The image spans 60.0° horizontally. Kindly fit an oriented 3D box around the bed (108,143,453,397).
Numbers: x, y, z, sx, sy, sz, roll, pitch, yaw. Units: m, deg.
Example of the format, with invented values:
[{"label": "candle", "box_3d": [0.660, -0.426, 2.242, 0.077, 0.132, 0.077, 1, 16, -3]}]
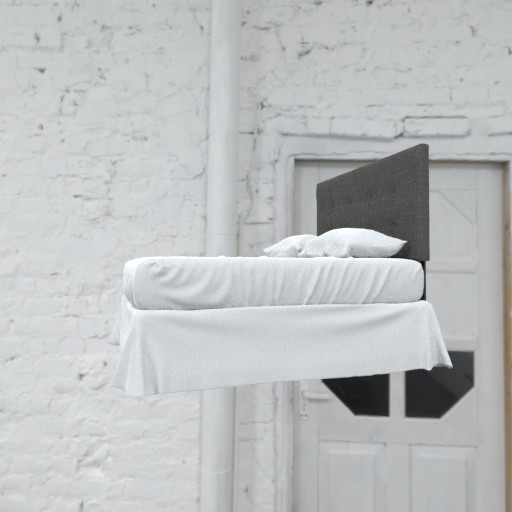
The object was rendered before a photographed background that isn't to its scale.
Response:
[{"label": "bed", "box_3d": [0.000, 0.000, 3.547, 2.222, 1.577, 1.936, 0, -1, -19]}]
